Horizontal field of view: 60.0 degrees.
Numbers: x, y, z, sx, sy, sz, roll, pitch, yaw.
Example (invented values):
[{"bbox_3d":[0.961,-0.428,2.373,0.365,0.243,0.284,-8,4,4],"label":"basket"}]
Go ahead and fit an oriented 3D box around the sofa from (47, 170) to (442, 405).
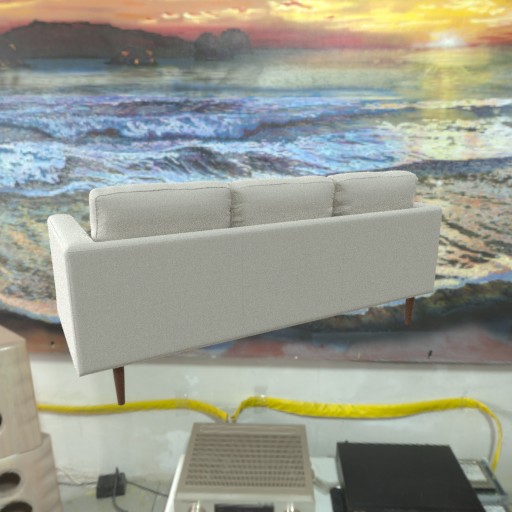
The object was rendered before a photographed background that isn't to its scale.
[{"bbox_3d":[0.000,0.000,2.470,2.029,0.912,0.802,-8,17,-28],"label":"sofa"}]
